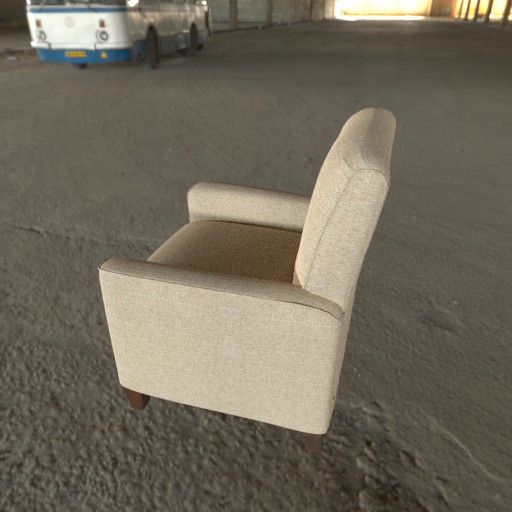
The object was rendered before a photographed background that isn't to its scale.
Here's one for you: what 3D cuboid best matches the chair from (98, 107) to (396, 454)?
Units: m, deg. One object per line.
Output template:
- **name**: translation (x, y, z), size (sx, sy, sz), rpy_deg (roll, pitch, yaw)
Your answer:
- **chair**: translation (0.000, 0.000, 1.641), size (0.858, 1.028, 0.841), rpy_deg (8, 31, 14)
